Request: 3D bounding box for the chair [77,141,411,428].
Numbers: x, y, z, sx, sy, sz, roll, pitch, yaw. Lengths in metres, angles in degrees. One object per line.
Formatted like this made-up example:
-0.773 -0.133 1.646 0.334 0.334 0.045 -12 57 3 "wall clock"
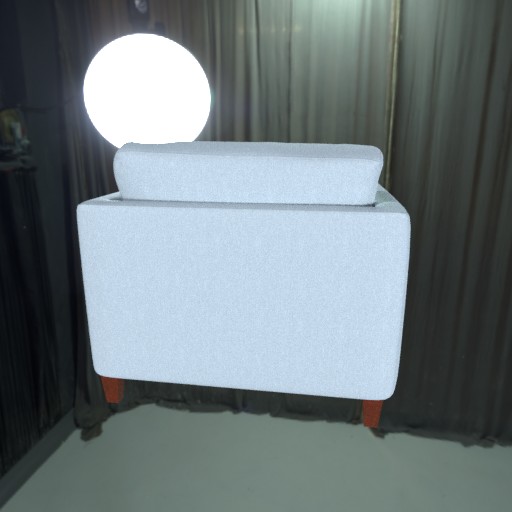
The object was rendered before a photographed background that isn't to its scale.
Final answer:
0.000 0.000 1.899 1.107 0.961 0.953 2 16 9 "chair"
